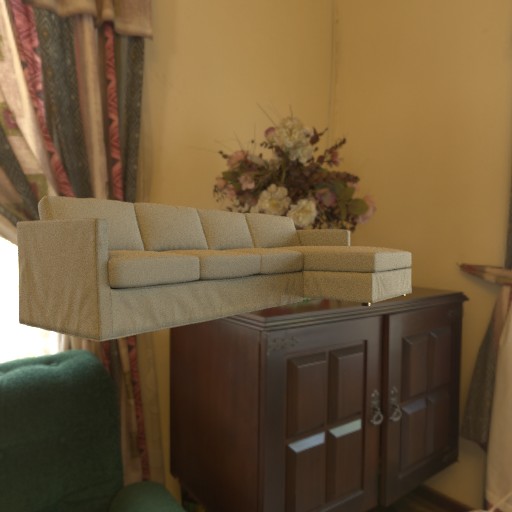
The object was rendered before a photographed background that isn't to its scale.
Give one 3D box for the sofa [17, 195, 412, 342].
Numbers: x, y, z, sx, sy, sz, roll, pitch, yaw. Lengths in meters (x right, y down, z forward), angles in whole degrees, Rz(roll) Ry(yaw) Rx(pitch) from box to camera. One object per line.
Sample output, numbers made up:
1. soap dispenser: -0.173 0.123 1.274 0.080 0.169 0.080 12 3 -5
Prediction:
1. sofa: 0.000 0.000 3.735 1.622 0.867 3.177 1 2 37
